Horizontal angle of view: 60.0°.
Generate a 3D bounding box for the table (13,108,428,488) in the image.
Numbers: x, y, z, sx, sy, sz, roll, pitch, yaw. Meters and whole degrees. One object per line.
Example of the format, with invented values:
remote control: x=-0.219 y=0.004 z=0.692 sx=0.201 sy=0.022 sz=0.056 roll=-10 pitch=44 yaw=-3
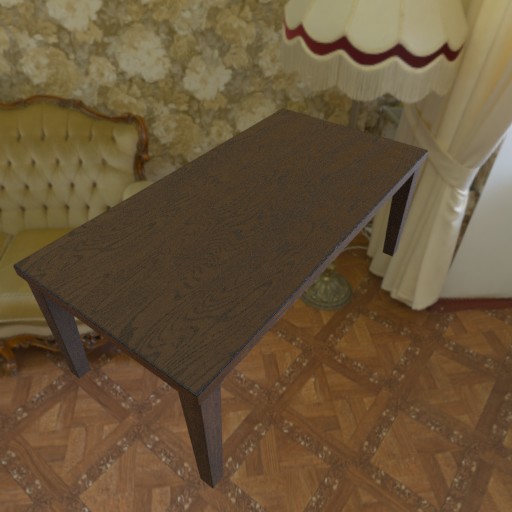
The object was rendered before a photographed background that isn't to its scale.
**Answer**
table: x=0.000 y=0.000 z=2.436 sx=1.016 sy=0.762 sz=1.981 roll=26 pitch=47 yaw=27
